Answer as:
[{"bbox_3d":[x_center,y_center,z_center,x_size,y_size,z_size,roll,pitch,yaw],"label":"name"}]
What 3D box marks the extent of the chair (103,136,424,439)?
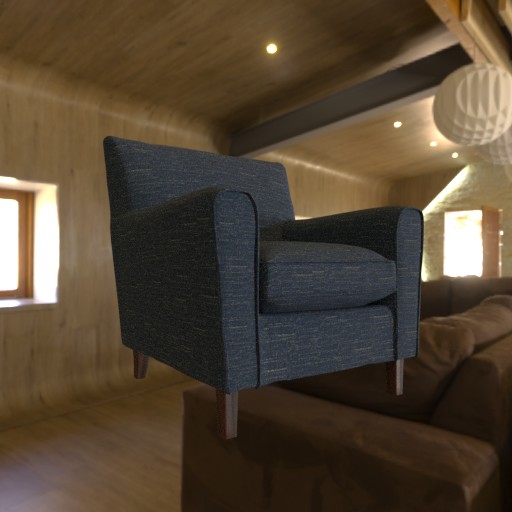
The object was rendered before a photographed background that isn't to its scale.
[{"bbox_3d":[0.000,0.000,1.601,0.864,0.928,0.873,1,-1,-34],"label":"chair"}]
